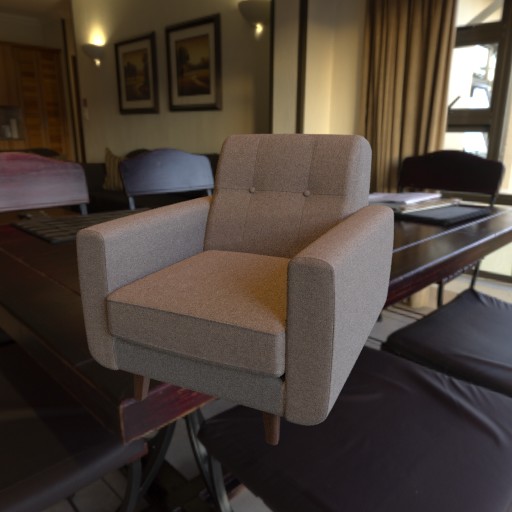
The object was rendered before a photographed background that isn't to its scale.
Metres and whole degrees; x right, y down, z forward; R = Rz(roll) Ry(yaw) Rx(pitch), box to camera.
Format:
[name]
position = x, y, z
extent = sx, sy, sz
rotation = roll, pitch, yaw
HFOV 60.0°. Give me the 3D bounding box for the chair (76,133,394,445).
[chair]
position = 0.000, 0.000, 1.579
extent = 0.831, 0.839, 0.907
rotation = 7, 17, 25
